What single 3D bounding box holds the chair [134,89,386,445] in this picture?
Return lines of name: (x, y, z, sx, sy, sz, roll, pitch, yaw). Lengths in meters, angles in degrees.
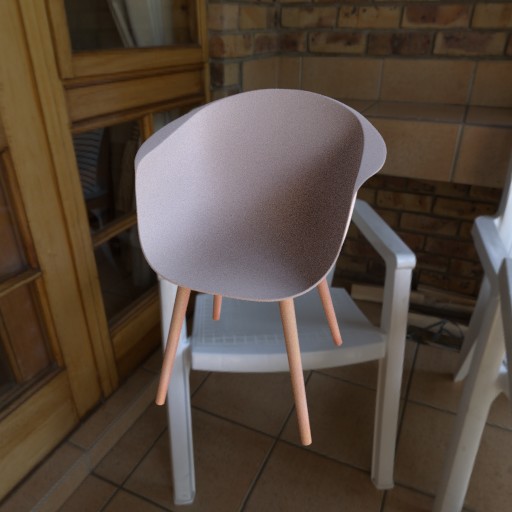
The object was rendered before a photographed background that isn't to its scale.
chair: (0.000, 0.000, 1.180, 0.593, 0.781, 0.504, 9, 29, 17)
